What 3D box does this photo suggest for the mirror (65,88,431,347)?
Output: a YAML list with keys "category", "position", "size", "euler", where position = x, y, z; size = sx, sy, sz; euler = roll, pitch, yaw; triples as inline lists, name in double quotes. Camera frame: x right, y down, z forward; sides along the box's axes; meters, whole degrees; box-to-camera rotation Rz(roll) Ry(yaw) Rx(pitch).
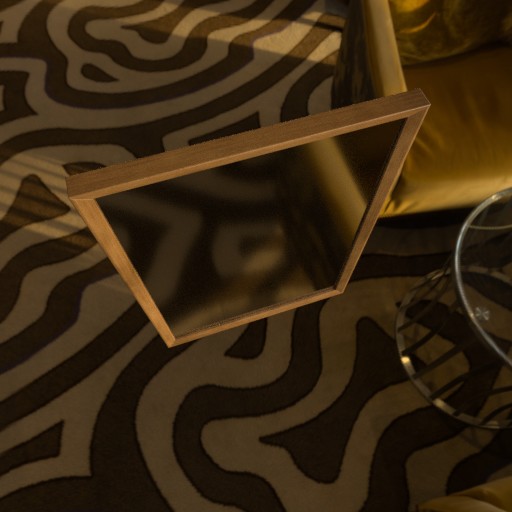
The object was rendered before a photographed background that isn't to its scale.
- category: "mirror"
  position: [0.000, 0.000, 0.915]
  size: [0.508, 0.711, 0.039]
  euler: [-16, 64, -8]
